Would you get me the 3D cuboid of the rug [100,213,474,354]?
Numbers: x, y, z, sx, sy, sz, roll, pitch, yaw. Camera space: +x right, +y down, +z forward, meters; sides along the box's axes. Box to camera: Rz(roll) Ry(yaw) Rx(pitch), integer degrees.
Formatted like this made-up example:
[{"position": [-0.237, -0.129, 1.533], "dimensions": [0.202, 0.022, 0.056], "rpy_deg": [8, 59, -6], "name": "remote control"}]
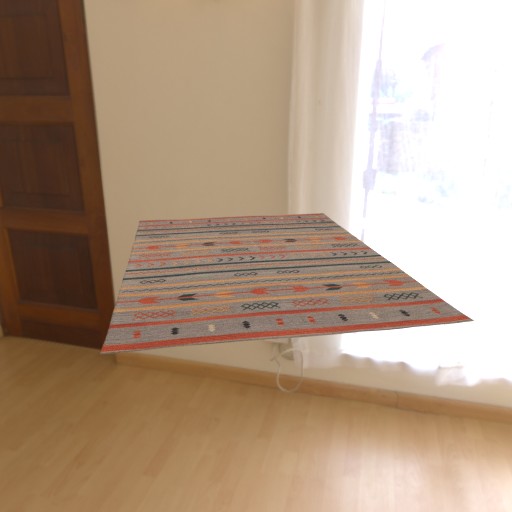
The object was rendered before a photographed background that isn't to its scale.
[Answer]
[{"position": [0.000, 0.000, 4.005], "dimensions": [2.263, 0.022, 3.029], "rpy_deg": [-3, 19, -9], "name": "rug"}]
